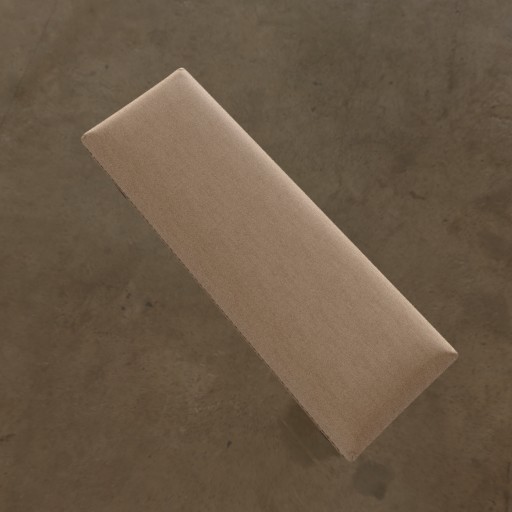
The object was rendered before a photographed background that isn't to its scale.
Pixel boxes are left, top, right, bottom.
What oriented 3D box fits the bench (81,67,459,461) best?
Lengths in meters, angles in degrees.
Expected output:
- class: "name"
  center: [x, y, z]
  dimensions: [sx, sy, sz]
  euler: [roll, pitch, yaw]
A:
- class: "bench"
  center: [0.000, 0.000, 1.448]
  dimensions: [0.410, 0.457, 1.219]
  euler: [-39, 77, -11]
